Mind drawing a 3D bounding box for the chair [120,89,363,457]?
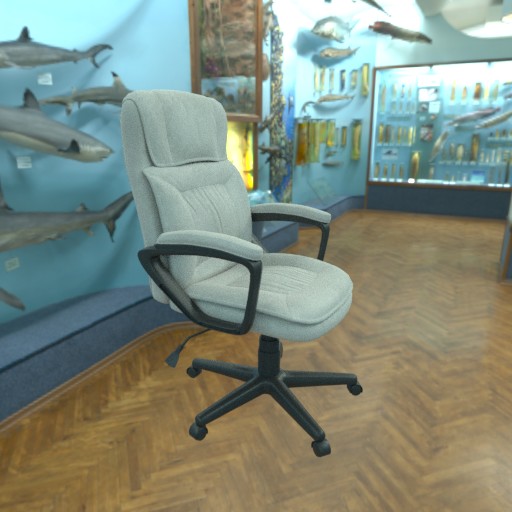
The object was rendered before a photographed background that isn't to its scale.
[{"bbox_3d":[0.000,0.000,1.543,0.724,1.105,0.667,8,18,27],"label":"chair"}]
